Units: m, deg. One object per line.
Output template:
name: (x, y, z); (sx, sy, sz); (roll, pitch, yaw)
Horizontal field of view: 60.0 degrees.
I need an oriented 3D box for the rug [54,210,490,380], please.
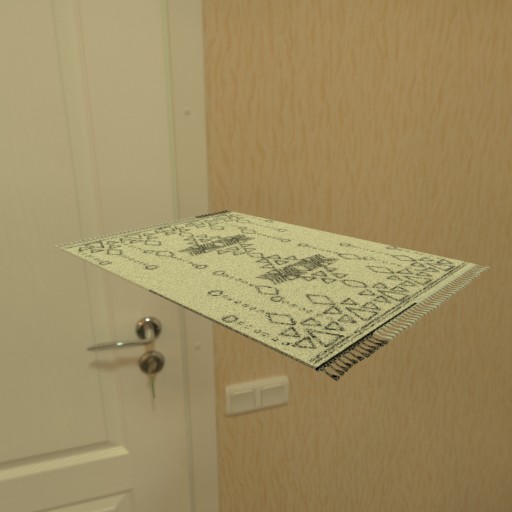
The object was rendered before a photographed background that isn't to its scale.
rug: (0.000, 0.000, 2.833); (2.312, 0.013, 1.600); (17, 24, 41)
